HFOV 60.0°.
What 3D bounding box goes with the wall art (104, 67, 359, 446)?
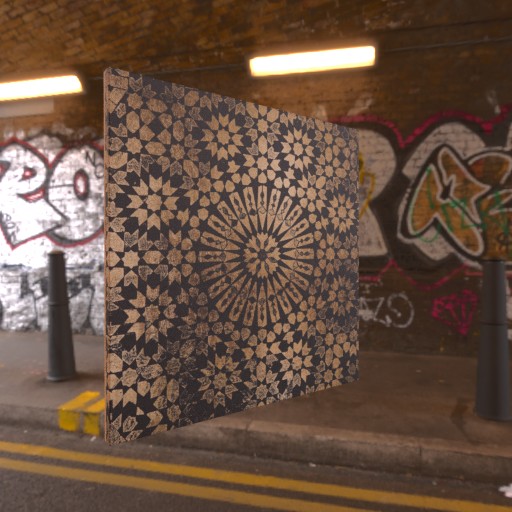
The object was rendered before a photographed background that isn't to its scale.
[{"bbox_3d":[0.000,0.000,1.355,0.914,0.914,0.038,0,1,-37],"label":"wall art"}]
